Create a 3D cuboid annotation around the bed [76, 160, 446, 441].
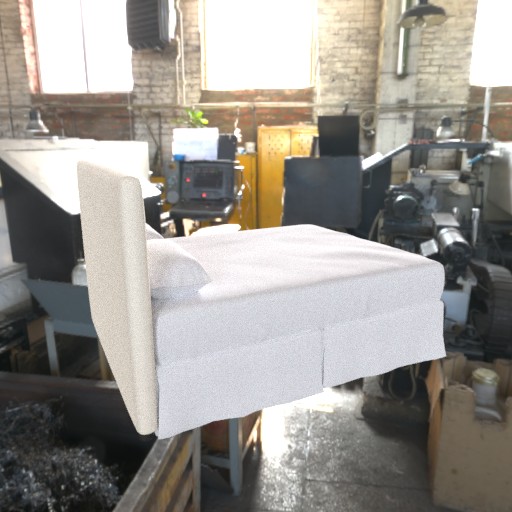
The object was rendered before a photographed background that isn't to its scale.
[{"bbox_3d":[0.000,0.000,3.156,2.142,1.330,1.713,-8,17,-26],"label":"bed"}]
